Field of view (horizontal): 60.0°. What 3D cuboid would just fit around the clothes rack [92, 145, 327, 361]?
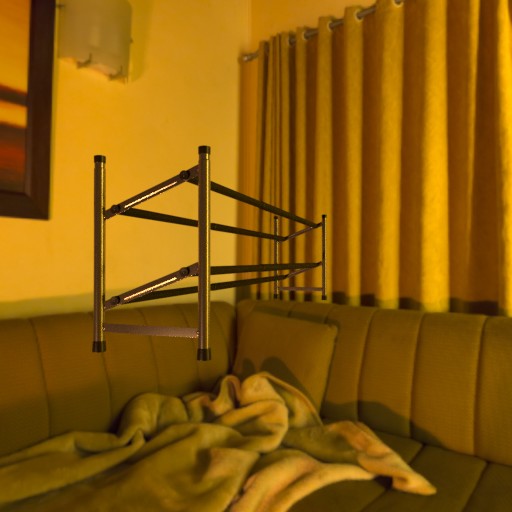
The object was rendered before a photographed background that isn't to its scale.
[{"bbox_3d":[0.000,0.000,1.299,0.229,0.349,1.168,0,-1,18],"label":"clothes rack"}]
